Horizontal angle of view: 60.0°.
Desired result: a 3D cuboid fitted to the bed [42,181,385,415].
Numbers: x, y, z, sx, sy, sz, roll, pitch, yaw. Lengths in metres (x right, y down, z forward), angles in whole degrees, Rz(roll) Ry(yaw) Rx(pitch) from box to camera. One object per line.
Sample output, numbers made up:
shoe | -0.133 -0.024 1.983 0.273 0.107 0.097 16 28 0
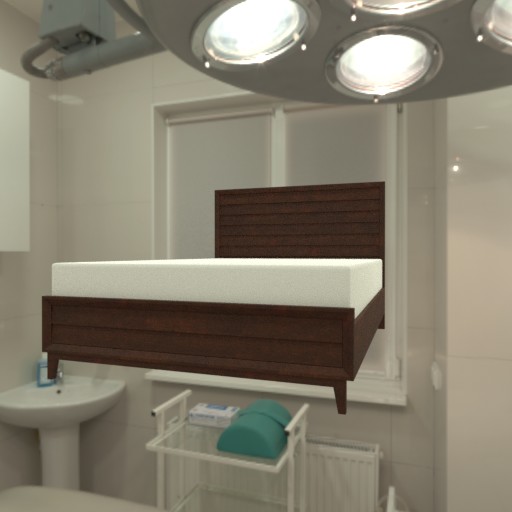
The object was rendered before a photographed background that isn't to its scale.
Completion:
bed | 0.000 0.000 3.074 1.600 1.270 2.184 0 0 19
